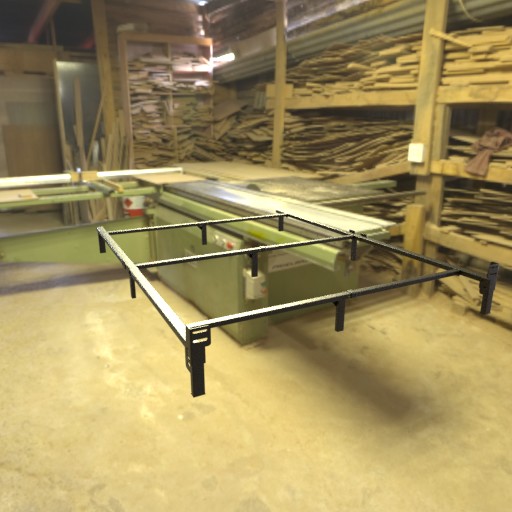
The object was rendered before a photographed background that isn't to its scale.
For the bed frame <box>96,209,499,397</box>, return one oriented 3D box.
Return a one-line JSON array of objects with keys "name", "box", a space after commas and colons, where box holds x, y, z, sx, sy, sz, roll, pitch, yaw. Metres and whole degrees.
[{"name": "bed frame", "box": [0.000, 0.000, 2.592, 1.498, 0.248, 1.990, -8, 18, -26]}]
